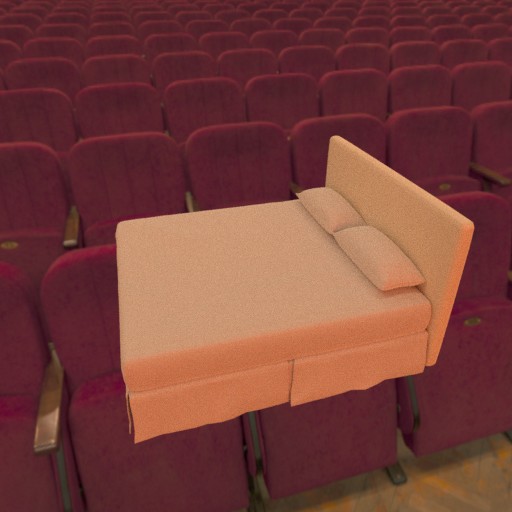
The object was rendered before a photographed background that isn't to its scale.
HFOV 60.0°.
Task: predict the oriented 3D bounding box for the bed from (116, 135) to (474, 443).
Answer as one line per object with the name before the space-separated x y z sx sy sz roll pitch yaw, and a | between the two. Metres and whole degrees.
bed | 0.000 0.000 3.695 2.341 1.317 2.119 -8 32 -14
